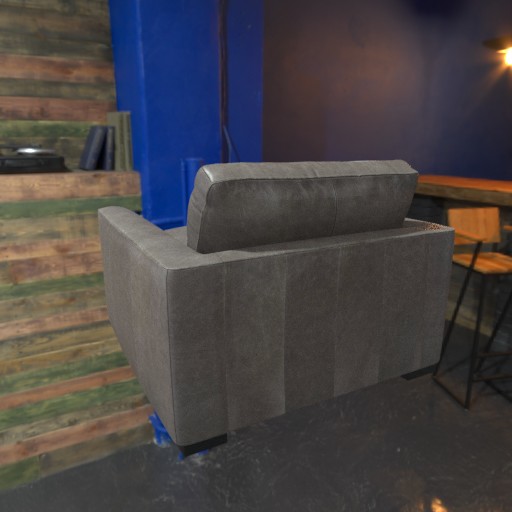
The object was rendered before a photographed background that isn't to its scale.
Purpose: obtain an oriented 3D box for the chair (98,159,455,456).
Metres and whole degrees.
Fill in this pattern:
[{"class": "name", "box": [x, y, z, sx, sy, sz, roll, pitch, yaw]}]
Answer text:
[{"class": "chair", "box": [0.000, 0.000, 1.820, 1.106, 0.807, 1.080, -8, 17, -27]}]
